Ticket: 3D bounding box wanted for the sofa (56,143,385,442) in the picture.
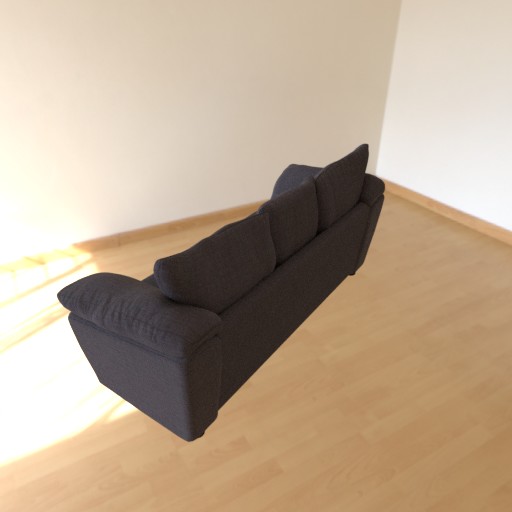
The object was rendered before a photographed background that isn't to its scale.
[{"bbox_3d":[0.000,0.000,2.915,0.883,1.080,2.336,20,36,30],"label":"sofa"}]
